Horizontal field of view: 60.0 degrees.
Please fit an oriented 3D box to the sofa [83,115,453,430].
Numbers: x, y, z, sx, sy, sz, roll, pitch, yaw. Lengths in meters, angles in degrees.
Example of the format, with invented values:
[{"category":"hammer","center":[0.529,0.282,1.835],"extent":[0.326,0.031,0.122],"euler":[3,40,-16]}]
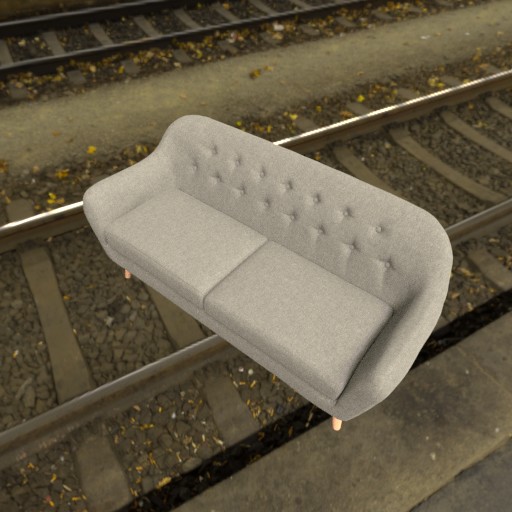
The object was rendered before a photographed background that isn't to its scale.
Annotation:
[{"category":"sofa","center":[0.000,0.000,2.306],"extent":[1.840,0.820,0.820],"euler":[30,52,26]}]
